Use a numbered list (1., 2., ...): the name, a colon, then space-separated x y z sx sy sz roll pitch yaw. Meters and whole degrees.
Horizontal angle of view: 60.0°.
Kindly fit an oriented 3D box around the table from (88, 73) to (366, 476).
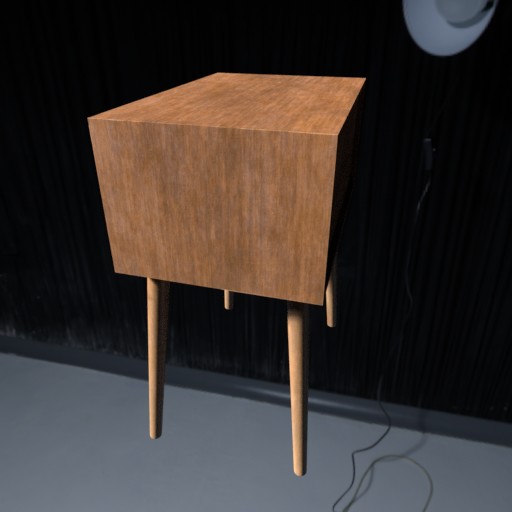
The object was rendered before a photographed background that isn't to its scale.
1. table: 0.000 0.000 0.832 0.307 0.580 0.454 8 30 14
